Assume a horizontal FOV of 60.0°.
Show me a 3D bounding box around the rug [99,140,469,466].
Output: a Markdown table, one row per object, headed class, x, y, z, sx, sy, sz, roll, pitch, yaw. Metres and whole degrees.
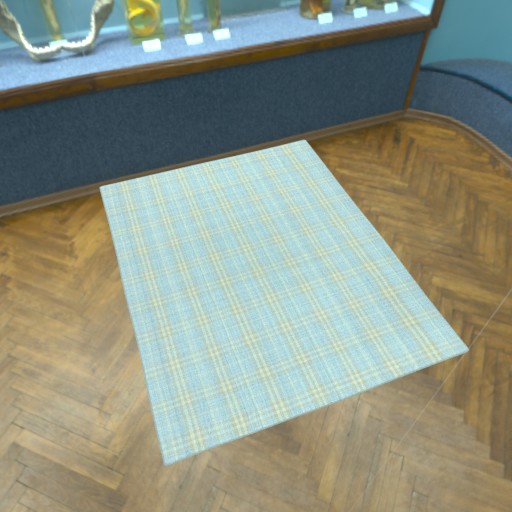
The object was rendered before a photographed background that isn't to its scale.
| class | x | y | z | sx | sy | sz | roll | pitch | yaw |
| --- | --- | --- | --- | --- | --- | --- | --- | --- | --- |
| rug | 0.000 | 0.000 | 4.157 | 2.462 | 0.030 | 3.066 | -16 | 51 | -14 |
